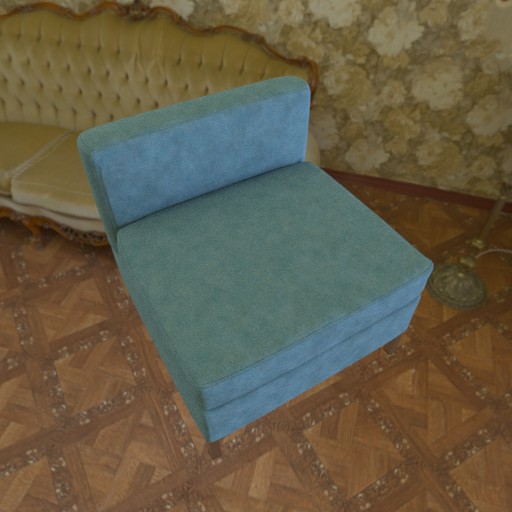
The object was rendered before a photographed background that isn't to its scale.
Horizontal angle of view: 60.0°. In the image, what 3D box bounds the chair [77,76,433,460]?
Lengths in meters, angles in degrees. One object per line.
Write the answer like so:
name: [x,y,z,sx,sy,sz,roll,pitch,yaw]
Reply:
chair: [0.000,0.000,1.242,0.684,0.660,0.685,-23,51,-21]
